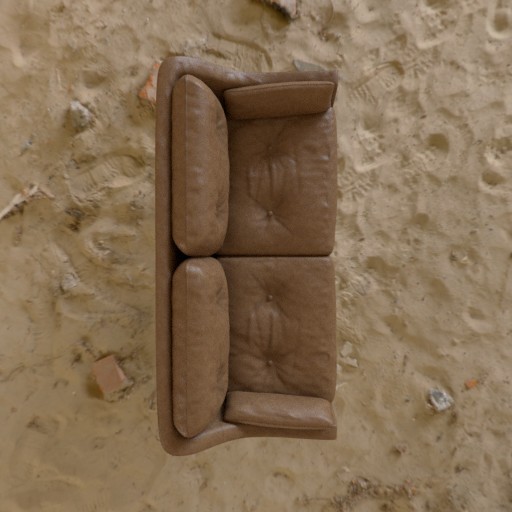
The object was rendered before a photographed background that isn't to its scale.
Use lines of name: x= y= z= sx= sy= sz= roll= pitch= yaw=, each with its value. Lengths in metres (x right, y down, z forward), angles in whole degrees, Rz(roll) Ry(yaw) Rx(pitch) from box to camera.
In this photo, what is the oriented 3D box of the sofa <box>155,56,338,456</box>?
sofa: x=0.000 y=0.000 z=2.359 sx=0.904 sy=0.839 sz=1.902 roll=0 pitch=91 yaw=0
